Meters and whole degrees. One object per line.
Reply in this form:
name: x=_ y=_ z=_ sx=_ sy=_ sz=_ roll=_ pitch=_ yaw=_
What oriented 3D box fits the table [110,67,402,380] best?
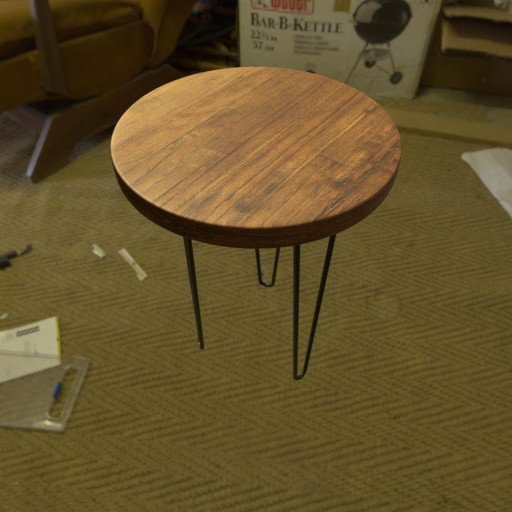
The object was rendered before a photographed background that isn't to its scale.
table: x=0.000 y=0.000 z=0.809 sx=0.400 sy=0.520 sz=0.400 roll=0 pitch=47 yaw=0
